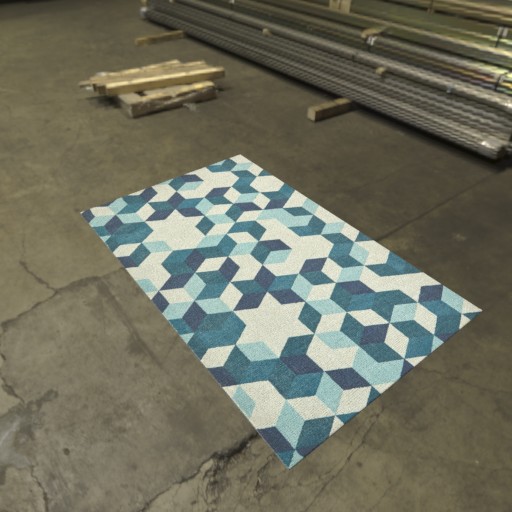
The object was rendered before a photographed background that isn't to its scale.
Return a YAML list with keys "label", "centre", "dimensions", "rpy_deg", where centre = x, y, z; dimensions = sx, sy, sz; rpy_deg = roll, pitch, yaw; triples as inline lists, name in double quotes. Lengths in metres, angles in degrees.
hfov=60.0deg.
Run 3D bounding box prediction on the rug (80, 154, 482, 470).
- label: "rug"
  centre: [0.000, 0.000, 3.011]
  dimensions: [1.518, 0.015, 2.438]
  rpy_deg: [-27, 47, -28]
